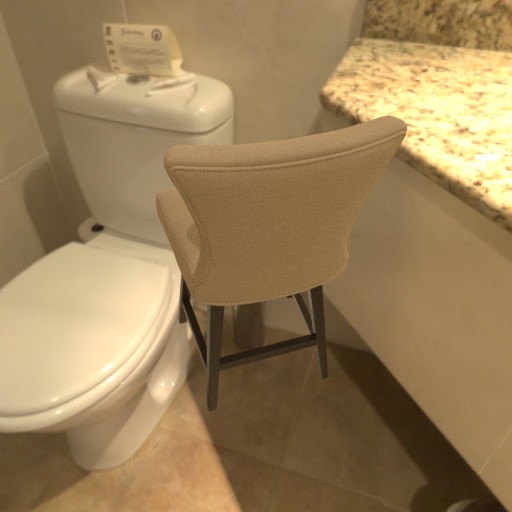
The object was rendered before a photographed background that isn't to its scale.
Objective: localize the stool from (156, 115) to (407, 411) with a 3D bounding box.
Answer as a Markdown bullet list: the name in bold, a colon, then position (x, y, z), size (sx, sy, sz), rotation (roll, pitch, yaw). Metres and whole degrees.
- **stool**: position (0.000, 0.000, 1.349), size (0.514, 1.000, 0.574), rotation (-12, 42, -13)
